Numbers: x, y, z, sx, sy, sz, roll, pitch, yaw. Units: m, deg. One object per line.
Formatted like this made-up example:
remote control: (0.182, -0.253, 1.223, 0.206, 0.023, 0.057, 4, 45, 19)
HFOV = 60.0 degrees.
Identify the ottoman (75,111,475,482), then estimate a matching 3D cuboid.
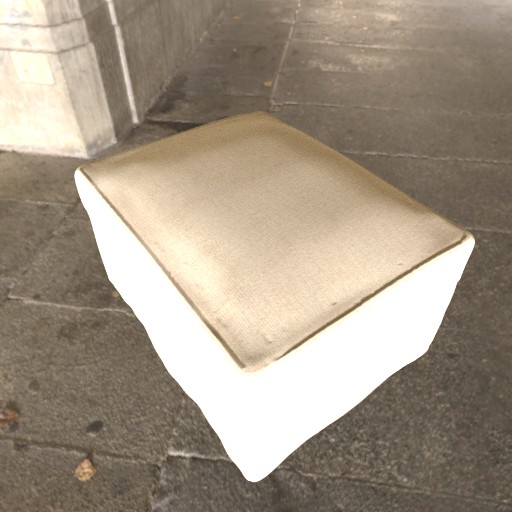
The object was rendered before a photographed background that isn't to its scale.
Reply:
ottoman: (0.000, 0.000, 1.222, 0.650, 0.485, 0.833, -27, 49, -26)
